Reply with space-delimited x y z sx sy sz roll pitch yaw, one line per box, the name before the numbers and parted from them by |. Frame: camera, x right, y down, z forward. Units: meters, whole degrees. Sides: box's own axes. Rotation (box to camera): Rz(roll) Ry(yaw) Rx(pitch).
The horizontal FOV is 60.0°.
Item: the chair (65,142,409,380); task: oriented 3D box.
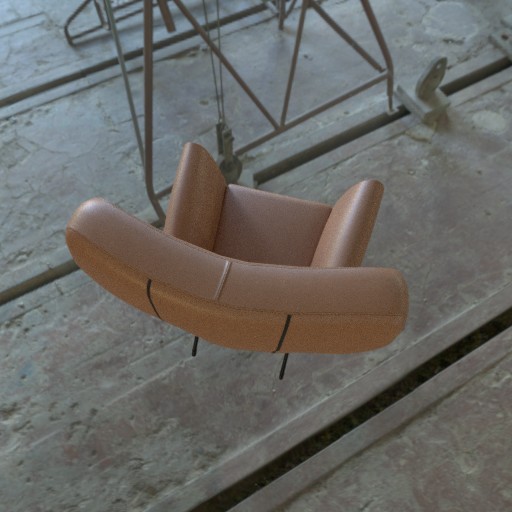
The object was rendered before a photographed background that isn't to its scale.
chair | 0.000 0.000 1.756 0.980 1.050 0.900 13 64 7
